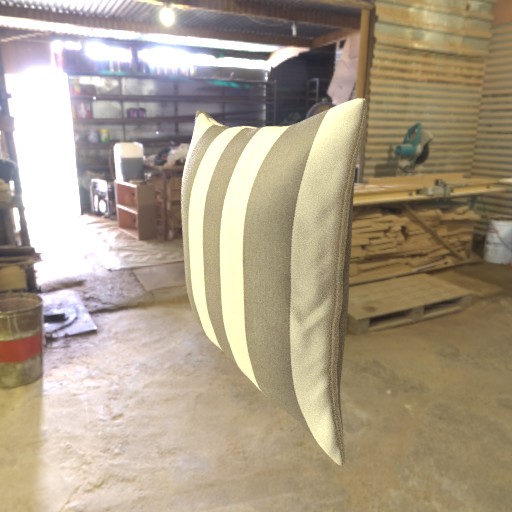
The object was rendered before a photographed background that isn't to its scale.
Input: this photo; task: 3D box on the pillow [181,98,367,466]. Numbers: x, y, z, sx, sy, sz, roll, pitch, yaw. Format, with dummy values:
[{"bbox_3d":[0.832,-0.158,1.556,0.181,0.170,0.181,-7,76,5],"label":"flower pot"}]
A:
[{"bbox_3d":[0.000,0.000,0.786,0.192,0.507,0.522,-9,18,-27],"label":"pillow"}]
